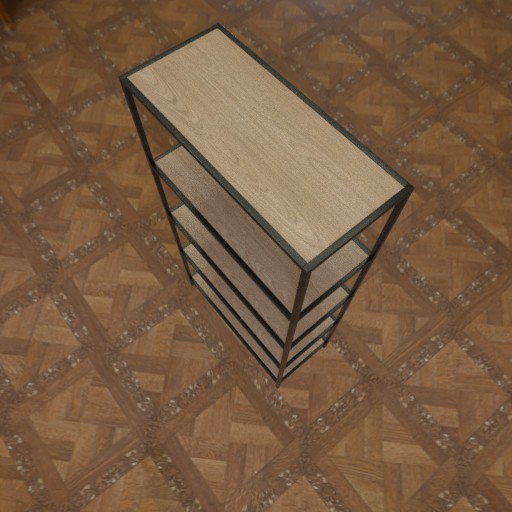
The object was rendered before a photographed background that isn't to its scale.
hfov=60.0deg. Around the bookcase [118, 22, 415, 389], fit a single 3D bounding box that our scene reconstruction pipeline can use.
[{"bbox_3d":[0.000,0.000,1.814,0.350,1.500,0.770,-37,69,-16],"label":"bookcase"}]
